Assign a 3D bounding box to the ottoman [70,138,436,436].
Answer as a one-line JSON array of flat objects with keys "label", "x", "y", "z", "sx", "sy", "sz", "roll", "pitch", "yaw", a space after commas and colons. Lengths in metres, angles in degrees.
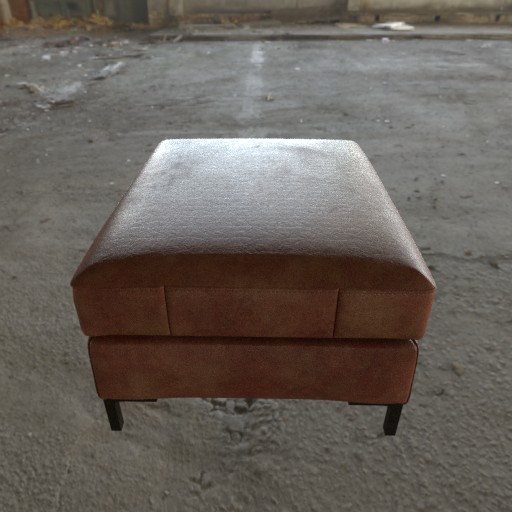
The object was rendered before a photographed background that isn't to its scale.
[{"label": "ottoman", "x": 0.000, "y": 0.000, "z": 1.759, "sx": 0.965, "sy": 0.667, "sz": 1.186, "roll": 1, "pitch": 32, "yaw": 1}]
